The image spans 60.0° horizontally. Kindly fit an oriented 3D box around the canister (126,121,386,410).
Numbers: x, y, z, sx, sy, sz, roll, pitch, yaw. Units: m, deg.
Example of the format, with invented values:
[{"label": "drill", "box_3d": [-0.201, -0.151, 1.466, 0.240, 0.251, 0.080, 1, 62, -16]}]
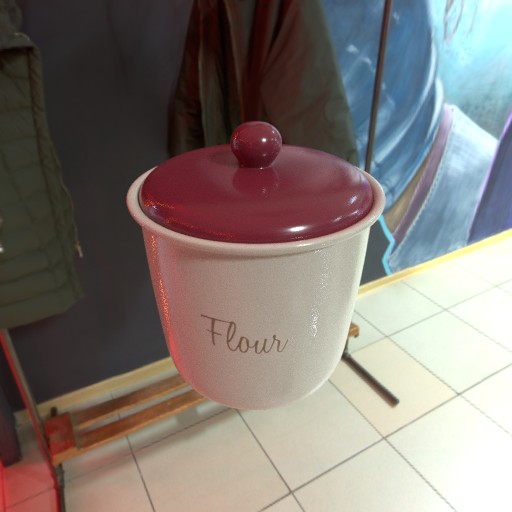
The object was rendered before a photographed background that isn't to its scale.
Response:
[{"label": "canister", "box_3d": [0.000, 0.000, 0.350, 0.182, 0.208, 0.182, 0, 31, 0]}]
